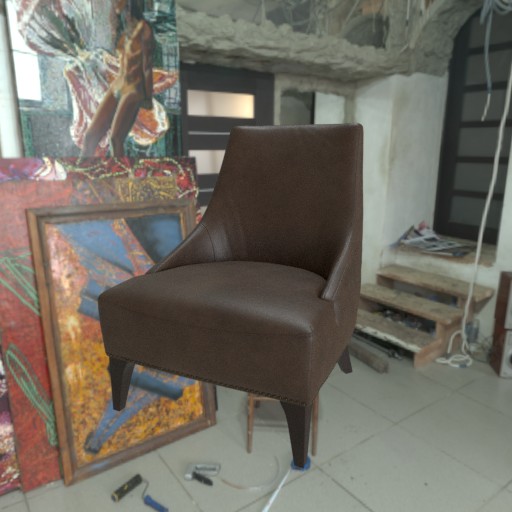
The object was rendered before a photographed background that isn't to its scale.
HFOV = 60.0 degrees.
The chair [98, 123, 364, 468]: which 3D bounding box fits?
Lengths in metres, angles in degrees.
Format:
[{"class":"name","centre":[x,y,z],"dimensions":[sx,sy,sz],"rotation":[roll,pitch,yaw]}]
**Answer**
[{"class":"chair","centre":[0.000,0.000,1.531],"dimensions":[0.701,0.909,0.861],"rotation":[6,15,24]}]
